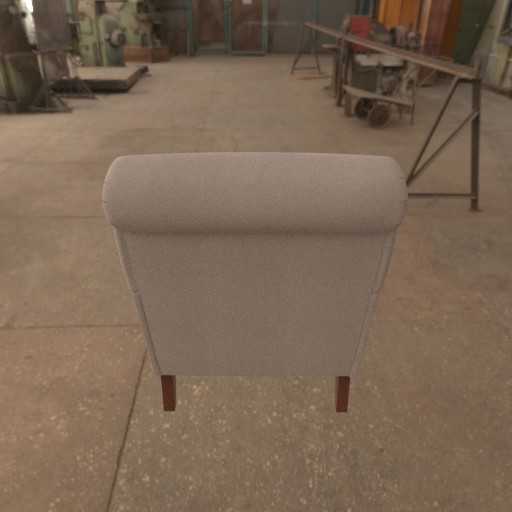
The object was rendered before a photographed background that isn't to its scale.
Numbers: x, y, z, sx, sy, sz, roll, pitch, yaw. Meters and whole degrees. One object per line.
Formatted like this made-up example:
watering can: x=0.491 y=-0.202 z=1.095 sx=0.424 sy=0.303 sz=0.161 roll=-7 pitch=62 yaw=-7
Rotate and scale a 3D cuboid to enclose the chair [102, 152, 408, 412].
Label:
chair: x=0.000 y=0.000 z=1.592 sx=0.766 sy=0.942 sz=0.842 roll=0 pitch=30 yaw=0
